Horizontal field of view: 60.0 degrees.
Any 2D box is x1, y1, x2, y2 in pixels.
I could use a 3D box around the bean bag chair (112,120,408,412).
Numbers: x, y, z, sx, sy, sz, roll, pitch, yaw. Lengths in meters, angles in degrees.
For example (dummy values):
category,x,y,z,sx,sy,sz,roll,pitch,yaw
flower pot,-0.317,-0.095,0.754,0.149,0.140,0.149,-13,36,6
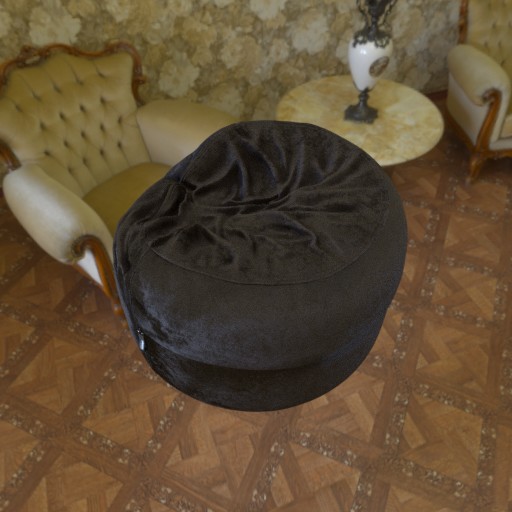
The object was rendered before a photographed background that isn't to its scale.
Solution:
category,x,y,z,sx,sy,sz,roll,pitch,yaw
bean bag chair,0.000,0.000,1.473,0.918,0.605,0.918,0,46,0
